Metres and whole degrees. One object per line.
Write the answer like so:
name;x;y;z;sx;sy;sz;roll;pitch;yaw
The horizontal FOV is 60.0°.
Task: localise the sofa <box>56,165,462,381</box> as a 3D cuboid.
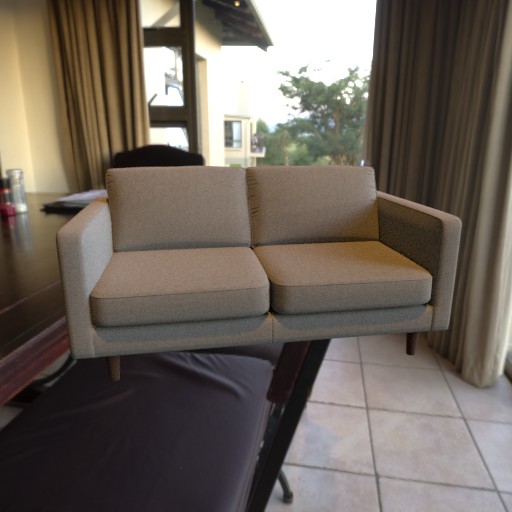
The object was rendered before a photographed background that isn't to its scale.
sofa;0.000;0.000;2.346;1.731;0.900;1.000;-3;16;-9
